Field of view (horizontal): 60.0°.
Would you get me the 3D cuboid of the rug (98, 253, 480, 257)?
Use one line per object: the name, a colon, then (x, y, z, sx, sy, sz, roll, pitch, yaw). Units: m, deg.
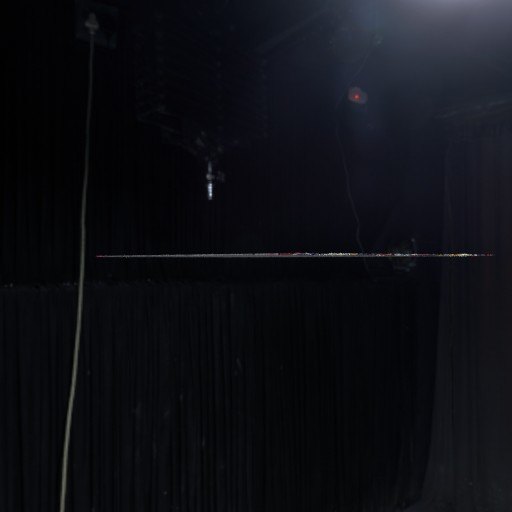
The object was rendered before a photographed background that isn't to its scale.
rug: (0.000, 0.000, 2.976, 1.465, 0.012, 2.465, 0, 0, -36)
